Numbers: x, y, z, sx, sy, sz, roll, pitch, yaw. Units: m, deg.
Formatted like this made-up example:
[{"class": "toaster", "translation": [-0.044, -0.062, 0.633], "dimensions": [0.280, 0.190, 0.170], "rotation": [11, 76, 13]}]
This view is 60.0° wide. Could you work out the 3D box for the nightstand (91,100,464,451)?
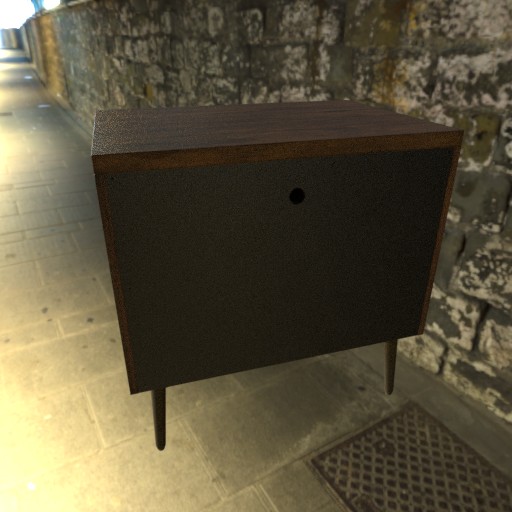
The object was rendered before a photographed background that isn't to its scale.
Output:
[{"class": "nightstand", "translation": [0.000, 0.000, 1.013], "dimensions": [0.610, 0.610, 0.458], "rotation": [-8, 27, -15]}]
